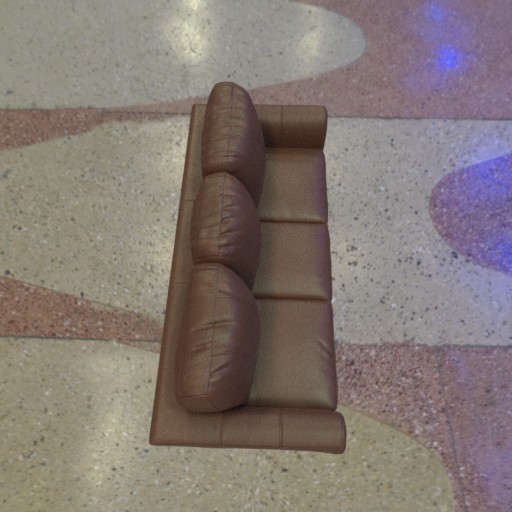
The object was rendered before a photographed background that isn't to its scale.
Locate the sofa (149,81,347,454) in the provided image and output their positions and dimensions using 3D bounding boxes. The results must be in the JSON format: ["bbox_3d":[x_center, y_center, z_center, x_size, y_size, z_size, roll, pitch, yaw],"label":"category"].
[{"bbox_3d":[0.000,0.000,2.289,0.802,0.915,1.862,1,63,1],"label":"sofa"}]
